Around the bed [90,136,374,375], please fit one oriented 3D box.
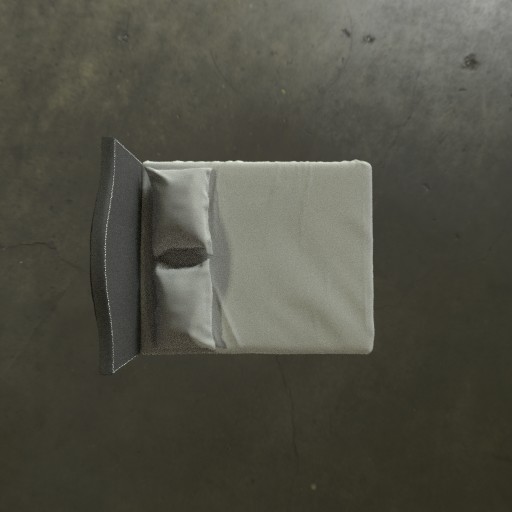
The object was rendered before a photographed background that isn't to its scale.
[{"bbox_3d":[0.000,0.000,3.560,2.221,1.645,1.876,0,89,0],"label":"bed"}]
